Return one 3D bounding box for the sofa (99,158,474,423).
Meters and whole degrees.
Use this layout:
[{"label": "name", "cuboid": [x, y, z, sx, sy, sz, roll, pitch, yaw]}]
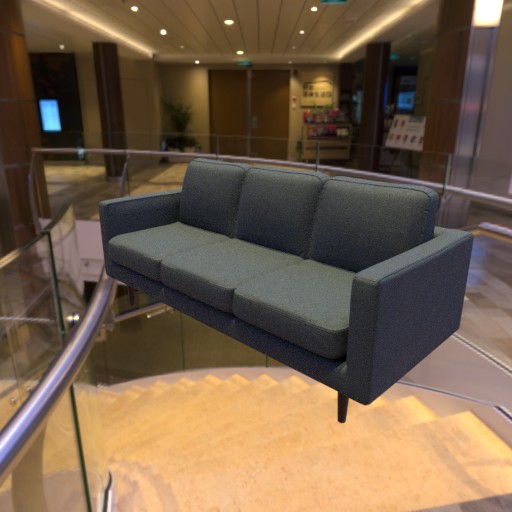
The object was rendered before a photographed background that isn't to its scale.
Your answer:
[{"label": "sofa", "cuboid": [0.000, 0.000, 2.540, 2.013, 0.945, 0.935, 17, 25, 42]}]
